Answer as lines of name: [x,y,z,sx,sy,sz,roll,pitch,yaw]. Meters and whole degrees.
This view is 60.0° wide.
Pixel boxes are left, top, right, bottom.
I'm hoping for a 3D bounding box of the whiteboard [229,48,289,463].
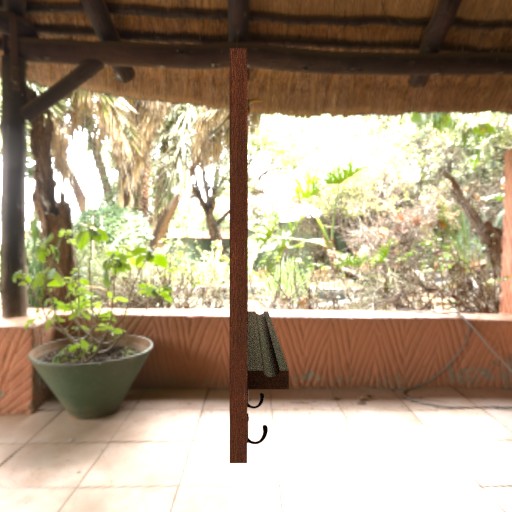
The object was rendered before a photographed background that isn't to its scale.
whiteboard: [0.000,0.000,0.973,0.083,0.553,0.768,0,0,-1]
